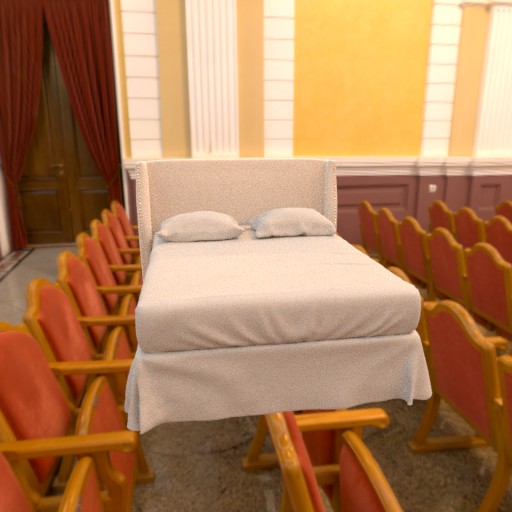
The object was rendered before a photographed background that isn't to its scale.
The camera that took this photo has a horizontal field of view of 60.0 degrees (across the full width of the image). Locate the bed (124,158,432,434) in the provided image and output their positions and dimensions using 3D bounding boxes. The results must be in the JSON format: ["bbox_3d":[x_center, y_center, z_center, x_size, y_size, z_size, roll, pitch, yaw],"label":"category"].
[{"bbox_3d":[0.000,0.000,3.403,1.925,1.332,2.276,-3,16,-9],"label":"bed"}]
